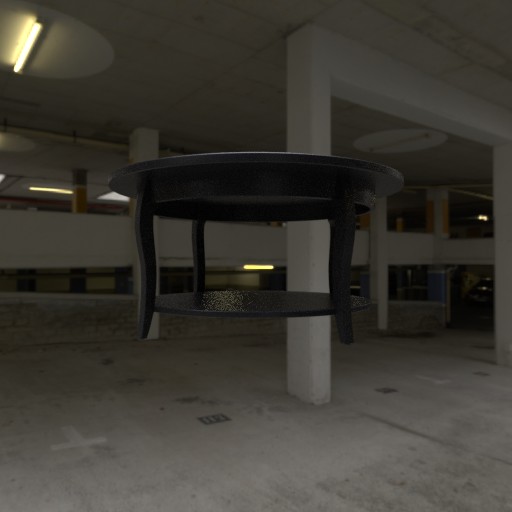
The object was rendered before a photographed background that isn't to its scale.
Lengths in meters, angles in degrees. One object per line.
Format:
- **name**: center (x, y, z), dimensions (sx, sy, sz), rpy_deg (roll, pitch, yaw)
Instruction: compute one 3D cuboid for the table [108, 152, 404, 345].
- **table**: center (0.000, 0.000, 1.443), dimensions (0.914, 0.457, 0.914), rpy_deg (0, 0, 0)
